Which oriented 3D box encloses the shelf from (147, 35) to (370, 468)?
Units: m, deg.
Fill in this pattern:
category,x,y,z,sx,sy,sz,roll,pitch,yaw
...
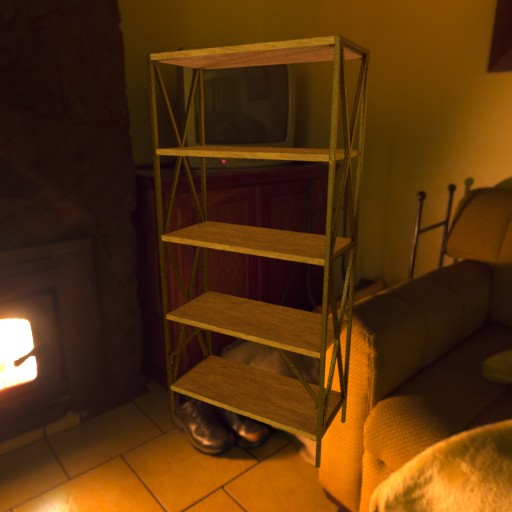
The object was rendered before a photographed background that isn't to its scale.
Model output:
category,x,y,z,sx,sy,sz,roll,pitch,yaw
shelf,0.000,0.000,2.141,0.874,1.803,0.386,9,19,28
